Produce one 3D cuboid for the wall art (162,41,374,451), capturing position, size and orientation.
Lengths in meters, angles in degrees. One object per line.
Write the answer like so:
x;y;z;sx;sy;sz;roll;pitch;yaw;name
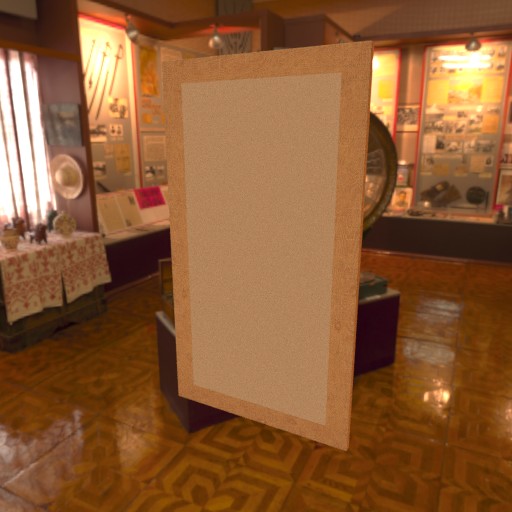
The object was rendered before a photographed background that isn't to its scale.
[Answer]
0.000;0.000;0.809;0.381;0.683;0.013;8;17;27;wall art
